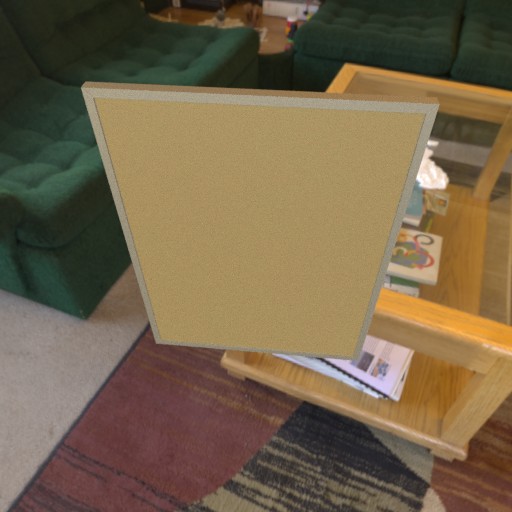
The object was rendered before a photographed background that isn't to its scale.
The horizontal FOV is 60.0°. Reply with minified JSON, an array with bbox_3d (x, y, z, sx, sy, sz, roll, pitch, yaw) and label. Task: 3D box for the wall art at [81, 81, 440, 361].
[{"bbox_3d":[0.000,0.000,1.356,0.789,1.042,0.034,4,46,4],"label":"wall art"}]
